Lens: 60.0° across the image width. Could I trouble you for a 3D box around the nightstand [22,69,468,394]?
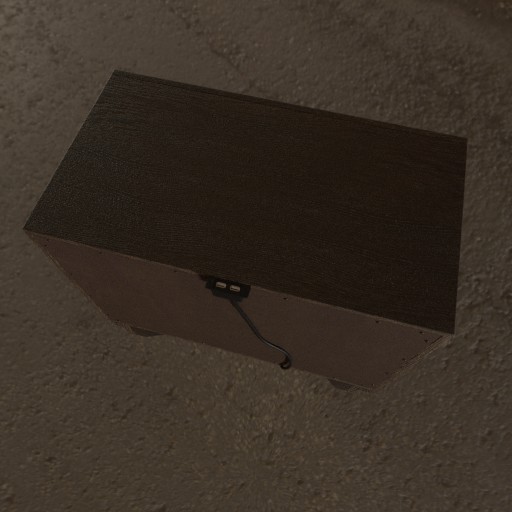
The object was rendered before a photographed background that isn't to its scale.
[{"bbox_3d":[0.000,0.000,1.123,0.775,0.612,0.457,13,64,7],"label":"nightstand"}]
